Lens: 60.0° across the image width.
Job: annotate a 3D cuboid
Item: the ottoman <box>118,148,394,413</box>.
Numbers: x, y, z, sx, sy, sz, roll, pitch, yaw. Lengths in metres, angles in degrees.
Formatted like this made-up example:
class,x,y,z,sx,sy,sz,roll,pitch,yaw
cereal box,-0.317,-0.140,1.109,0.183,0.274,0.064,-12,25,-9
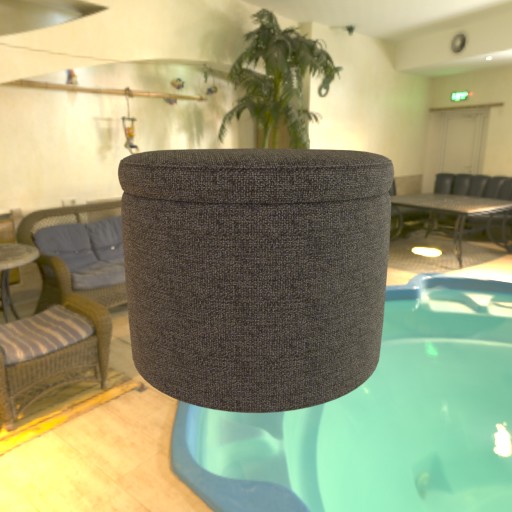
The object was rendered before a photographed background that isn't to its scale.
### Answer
class,x,y,z,sx,sy,sz,roll,pitch,yaw
ottoman,0.000,0.000,0.910,0.520,0.430,0.520,0,15,0
